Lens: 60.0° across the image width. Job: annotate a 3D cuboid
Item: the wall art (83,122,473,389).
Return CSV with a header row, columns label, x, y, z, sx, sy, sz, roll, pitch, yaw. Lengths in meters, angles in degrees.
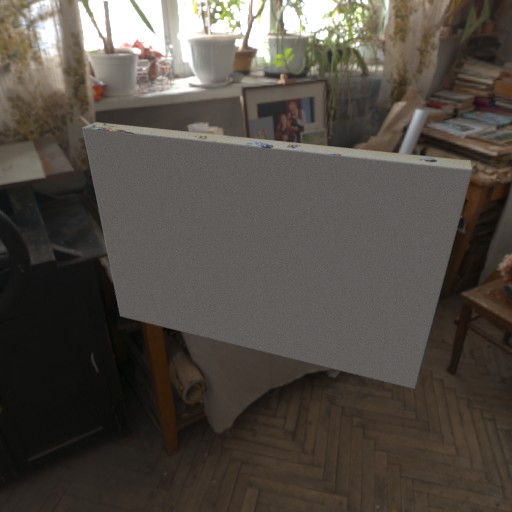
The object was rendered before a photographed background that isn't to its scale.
label,x,y,z,sx,sy,sz,roll,pitch,yaw
wall art,0.000,0.000,0.781,0.609,0.406,0.039,10,33,17
